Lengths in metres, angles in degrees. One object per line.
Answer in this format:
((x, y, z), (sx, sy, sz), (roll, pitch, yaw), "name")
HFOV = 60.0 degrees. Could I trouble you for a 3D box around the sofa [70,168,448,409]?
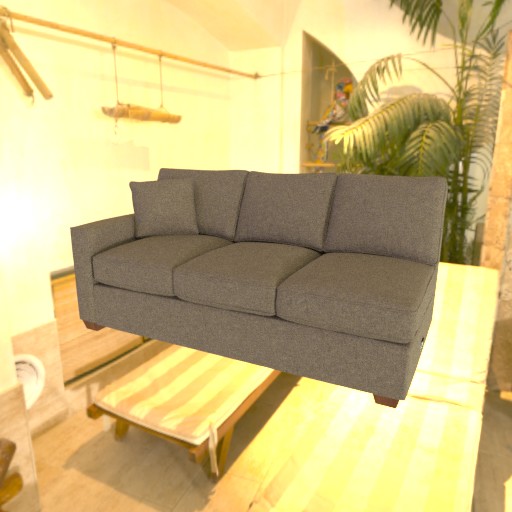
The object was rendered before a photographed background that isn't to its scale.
((0.000, 0.000, 2.604), (1.963, 0.946, 1.034), (7, 16, 26), "sofa")
